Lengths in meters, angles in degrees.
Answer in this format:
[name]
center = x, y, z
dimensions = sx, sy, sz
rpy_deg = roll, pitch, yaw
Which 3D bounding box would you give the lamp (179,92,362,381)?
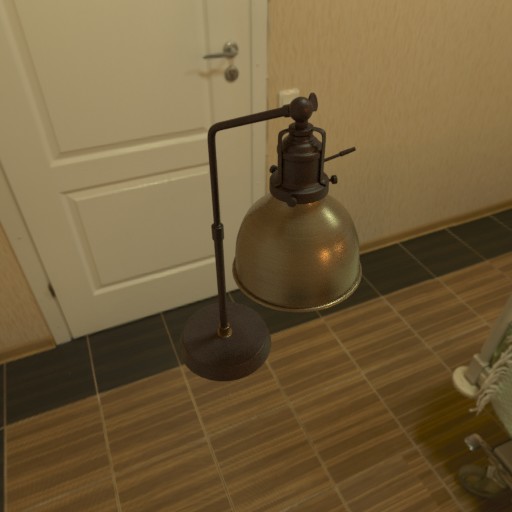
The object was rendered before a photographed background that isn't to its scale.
[lamp]
center = 0.000, 0.000, 0.621
dimensions = 0.298, 0.469, 0.175
rpy_deg = 26, 47, 28
